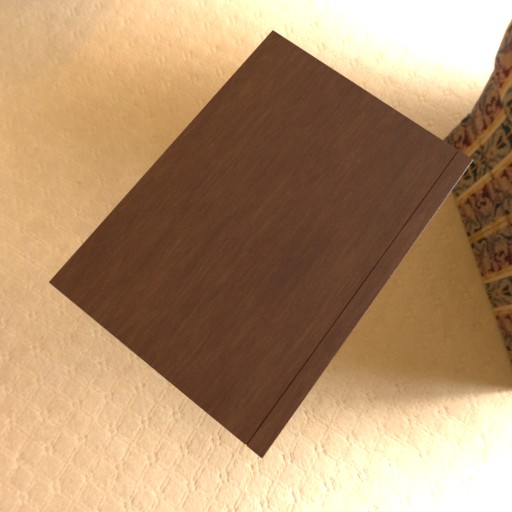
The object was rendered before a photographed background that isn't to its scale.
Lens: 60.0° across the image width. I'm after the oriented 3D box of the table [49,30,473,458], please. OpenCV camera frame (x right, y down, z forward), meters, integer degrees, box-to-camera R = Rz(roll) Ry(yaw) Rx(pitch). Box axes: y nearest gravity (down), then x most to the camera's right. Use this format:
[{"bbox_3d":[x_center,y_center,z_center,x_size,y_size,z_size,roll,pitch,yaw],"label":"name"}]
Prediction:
[{"bbox_3d":[0.000,0.000,0.984,0.449,0.609,0.557,37,79,8],"label":"table"}]
